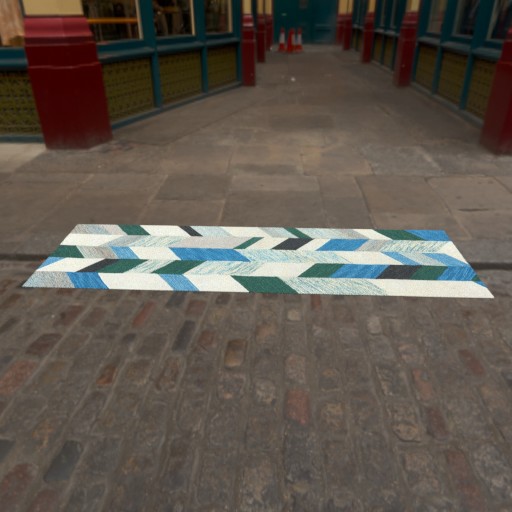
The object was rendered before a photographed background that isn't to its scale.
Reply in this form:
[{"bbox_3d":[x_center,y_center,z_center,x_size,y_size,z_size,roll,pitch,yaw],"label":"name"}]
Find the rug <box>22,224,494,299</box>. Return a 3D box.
[{"bbox_3d":[0.000,0.000,2.609,2.437,0.008,0.774,1,29,2],"label":"rug"}]
